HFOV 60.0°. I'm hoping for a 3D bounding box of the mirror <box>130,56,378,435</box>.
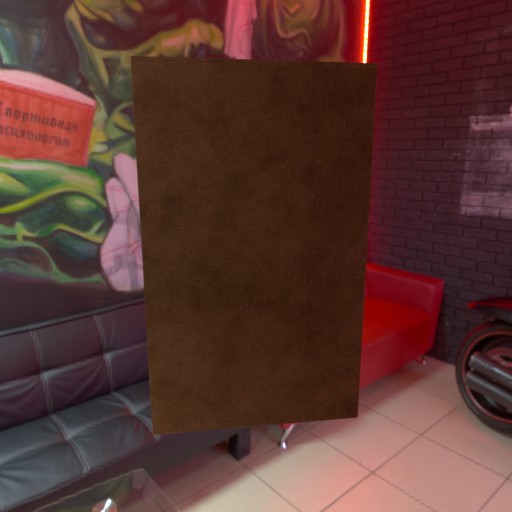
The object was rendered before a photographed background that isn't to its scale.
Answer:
[{"bbox_3d":[0.000,0.000,0.949,0.468,0.768,0.082,-2,13,-8],"label":"mirror"}]
